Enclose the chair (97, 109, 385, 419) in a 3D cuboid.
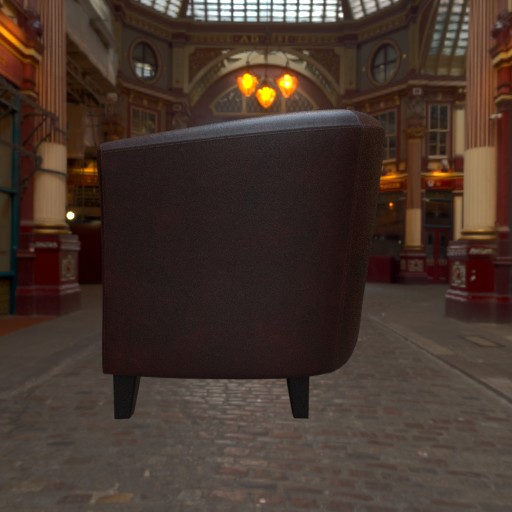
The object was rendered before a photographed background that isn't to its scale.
[{"bbox_3d":[0.000,0.000,1.359,0.727,0.756,0.792,0,1,0],"label":"chair"}]
